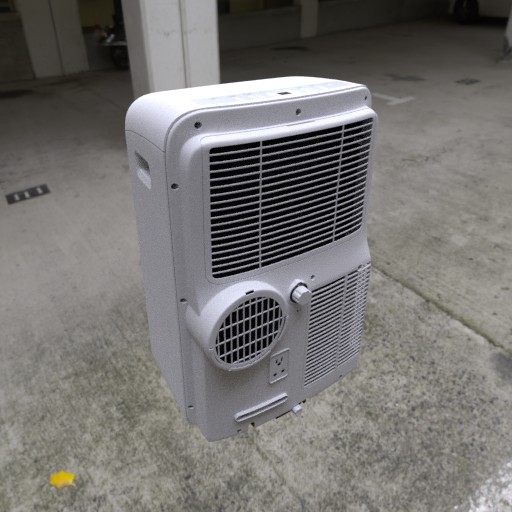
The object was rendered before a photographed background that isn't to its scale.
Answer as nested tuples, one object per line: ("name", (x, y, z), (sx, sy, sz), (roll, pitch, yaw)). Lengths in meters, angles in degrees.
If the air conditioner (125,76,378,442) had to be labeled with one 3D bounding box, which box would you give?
("air conditioner", (0.000, 0.000, 0.956), (0.454, 0.700, 0.365), (-19, 36, -28))
